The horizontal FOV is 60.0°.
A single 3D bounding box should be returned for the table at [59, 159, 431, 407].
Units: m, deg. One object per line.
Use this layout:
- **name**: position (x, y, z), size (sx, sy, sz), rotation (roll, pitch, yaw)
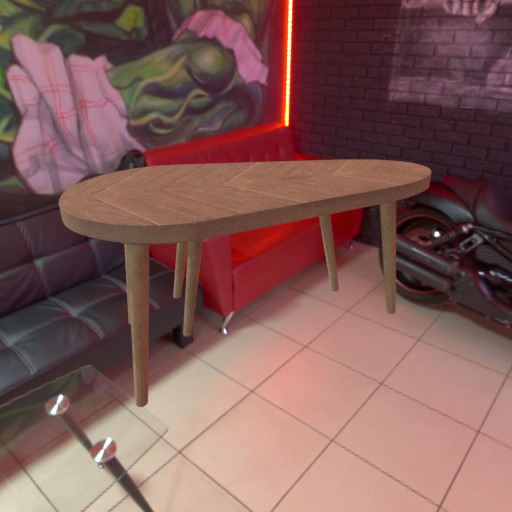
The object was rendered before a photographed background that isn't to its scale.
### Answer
- **table**: position (0.000, 0.000, 1.584), size (1.190, 0.595, 0.701), rotation (-8, 28, -15)
